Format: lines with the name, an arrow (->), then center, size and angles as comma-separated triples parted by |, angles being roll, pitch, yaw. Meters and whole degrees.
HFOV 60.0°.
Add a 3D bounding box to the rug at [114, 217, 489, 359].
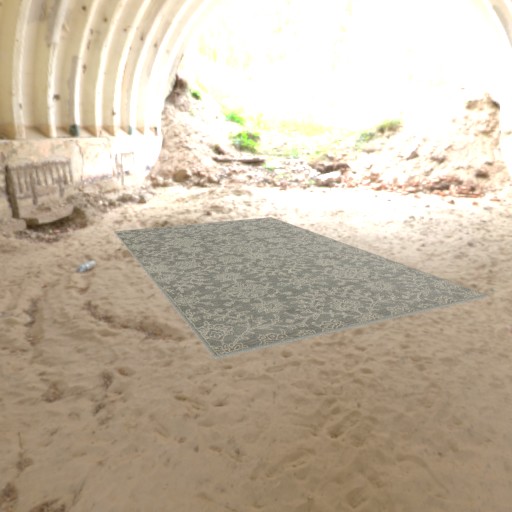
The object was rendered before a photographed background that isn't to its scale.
rug -> 0.000, 0.000, 3.035 | 1.515, 0.010, 2.430 | -7, 17, -25
